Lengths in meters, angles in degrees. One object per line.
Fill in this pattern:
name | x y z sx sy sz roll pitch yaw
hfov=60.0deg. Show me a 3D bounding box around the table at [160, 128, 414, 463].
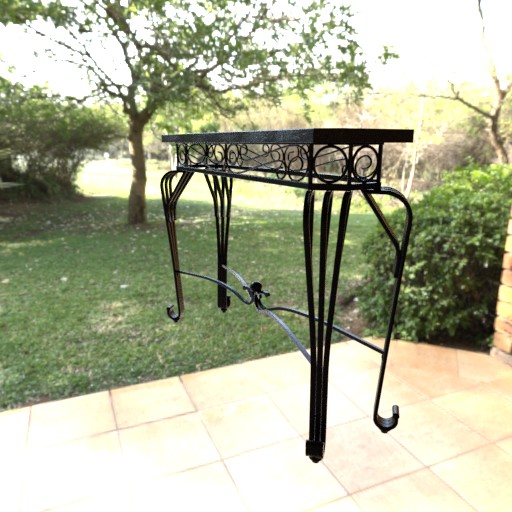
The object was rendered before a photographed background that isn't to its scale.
table | 0.000 0.000 1.496 0.329 0.800 1.112 -8 16 -29
